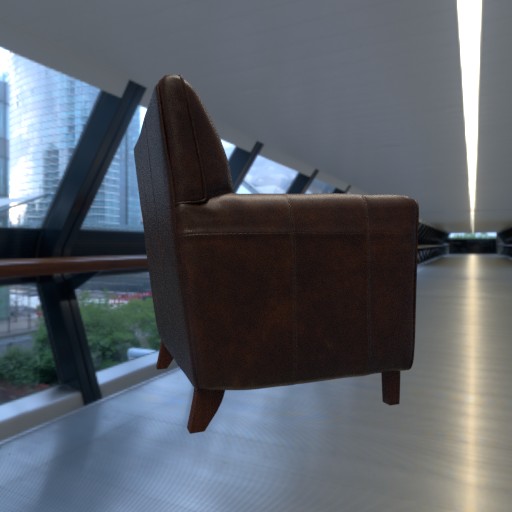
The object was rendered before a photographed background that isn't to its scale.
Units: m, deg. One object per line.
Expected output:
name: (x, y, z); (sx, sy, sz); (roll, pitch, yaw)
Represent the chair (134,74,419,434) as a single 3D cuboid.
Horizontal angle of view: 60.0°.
chair: (0.000, 0.000, 1.634); (0.823, 0.943, 0.870); (0, 0, -20)
